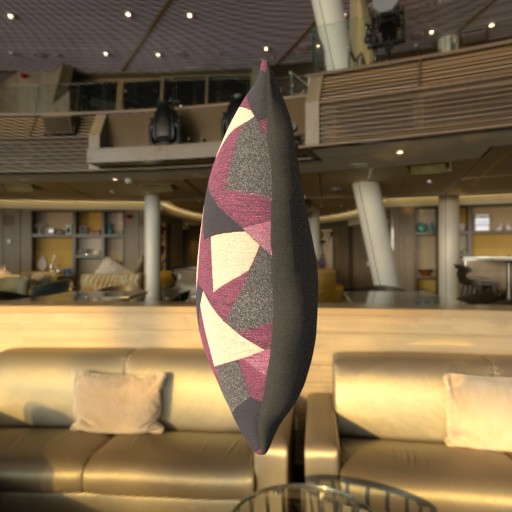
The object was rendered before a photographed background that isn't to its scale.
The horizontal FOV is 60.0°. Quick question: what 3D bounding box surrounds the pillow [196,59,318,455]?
[{"bbox_3d":[0.000,0.000,0.790,0.208,0.496,0.503,0,0,0],"label":"pillow"}]
